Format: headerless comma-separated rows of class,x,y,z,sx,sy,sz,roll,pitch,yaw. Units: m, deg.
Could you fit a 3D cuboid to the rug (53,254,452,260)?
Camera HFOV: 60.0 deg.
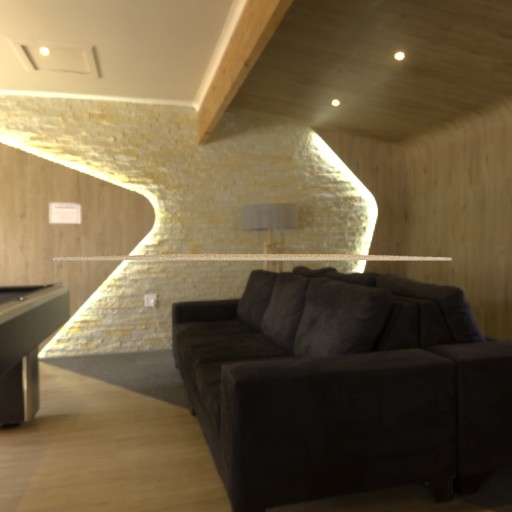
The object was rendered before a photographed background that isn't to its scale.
rug,0.000,0.000,2.140,1.143,0.008,1.753,0,1,1
